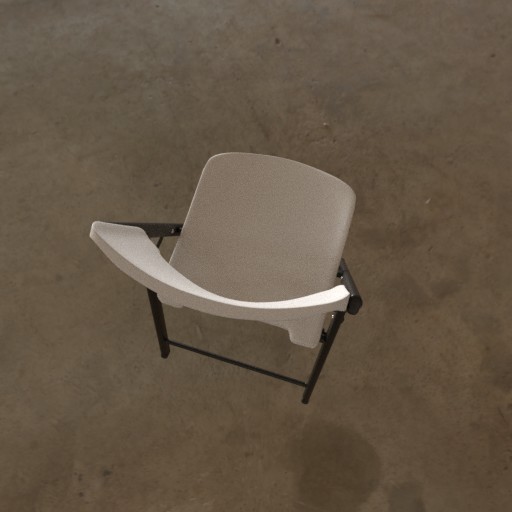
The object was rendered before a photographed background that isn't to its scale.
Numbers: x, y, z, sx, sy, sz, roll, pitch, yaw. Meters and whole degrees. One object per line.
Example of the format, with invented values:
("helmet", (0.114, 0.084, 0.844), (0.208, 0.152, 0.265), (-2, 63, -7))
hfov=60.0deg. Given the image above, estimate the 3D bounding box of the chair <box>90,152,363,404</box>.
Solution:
("chair", (0.000, 0.000, 1.110), (0.482, 0.765, 0.577), (16, 64, 8))
